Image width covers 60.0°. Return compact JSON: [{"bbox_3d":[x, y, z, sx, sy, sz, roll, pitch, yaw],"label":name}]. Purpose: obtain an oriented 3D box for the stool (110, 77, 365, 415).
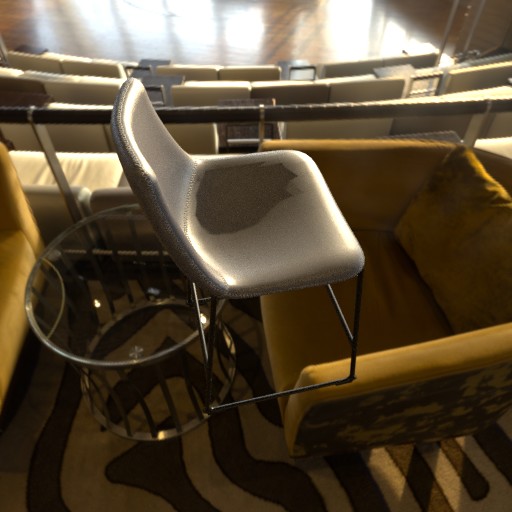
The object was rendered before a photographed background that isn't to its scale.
[{"bbox_3d":[0.000,0.000,1.162,0.546,0.876,0.470,-10,49,-9],"label":"stool"}]
